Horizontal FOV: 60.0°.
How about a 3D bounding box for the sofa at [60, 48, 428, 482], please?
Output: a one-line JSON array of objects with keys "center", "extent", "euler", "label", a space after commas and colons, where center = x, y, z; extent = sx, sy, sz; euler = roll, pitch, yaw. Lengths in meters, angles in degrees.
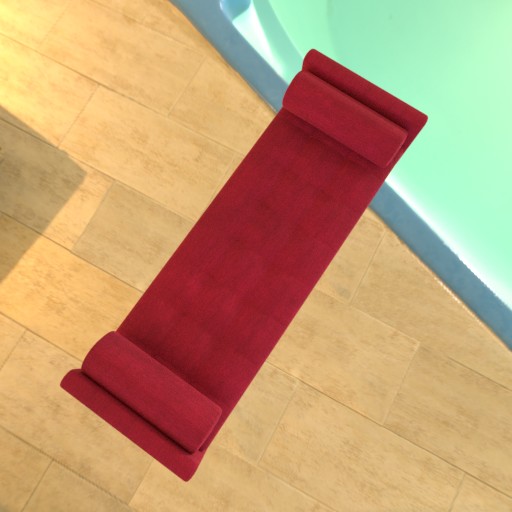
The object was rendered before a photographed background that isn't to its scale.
[{"center": [0.000, 0.000, 2.295], "extent": [0.686, 0.635, 1.981], "euler": [34, 80, 7], "label": "sofa"}]
